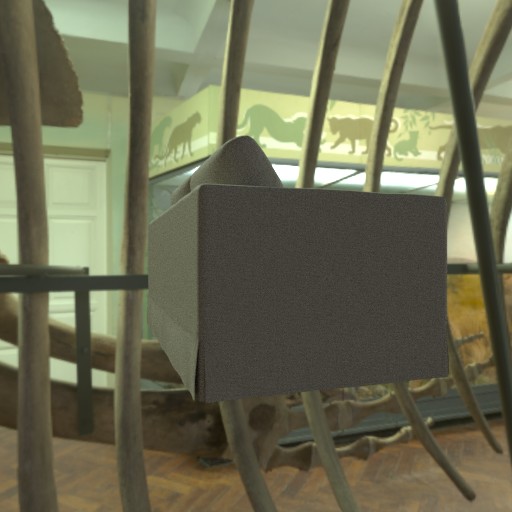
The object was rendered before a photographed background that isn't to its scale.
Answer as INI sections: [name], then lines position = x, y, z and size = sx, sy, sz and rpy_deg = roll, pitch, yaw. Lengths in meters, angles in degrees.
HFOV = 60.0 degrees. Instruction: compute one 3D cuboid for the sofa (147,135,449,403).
[sofa]
position = 0.000, 0.000, 2.406
size = 1.009, 0.932, 1.813
rpy_deg = 0, 0, -19
